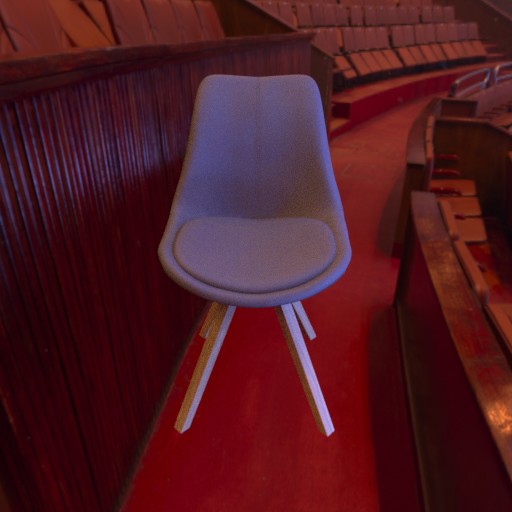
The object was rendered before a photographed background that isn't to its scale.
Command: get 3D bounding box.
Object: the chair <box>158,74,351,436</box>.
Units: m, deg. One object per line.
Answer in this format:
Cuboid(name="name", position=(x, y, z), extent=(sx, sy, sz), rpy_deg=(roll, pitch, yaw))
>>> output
Cuboid(name="chair", position=(0.000, 0.000, 1.203), extent=(0.483, 0.865, 0.547), rpy_deg=(1, 28, 1))
